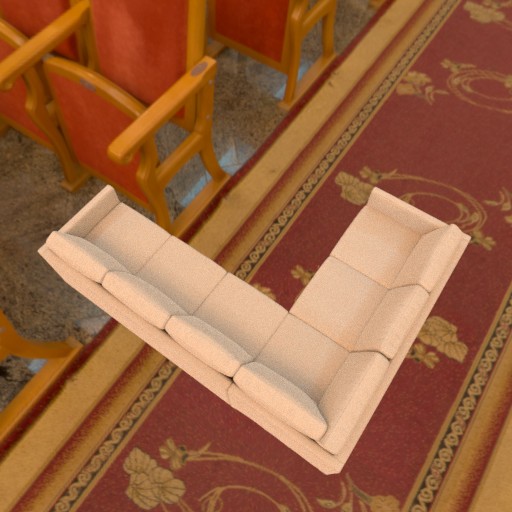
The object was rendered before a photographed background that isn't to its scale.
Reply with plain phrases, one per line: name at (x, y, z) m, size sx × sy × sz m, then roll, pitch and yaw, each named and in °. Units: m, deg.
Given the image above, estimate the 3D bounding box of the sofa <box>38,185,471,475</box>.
sofa at (0.000, 0.000, 4.278) m, size 3.182 × 0.871 × 2.432 m, roll 32°, pitch 67°, yaw 15°
